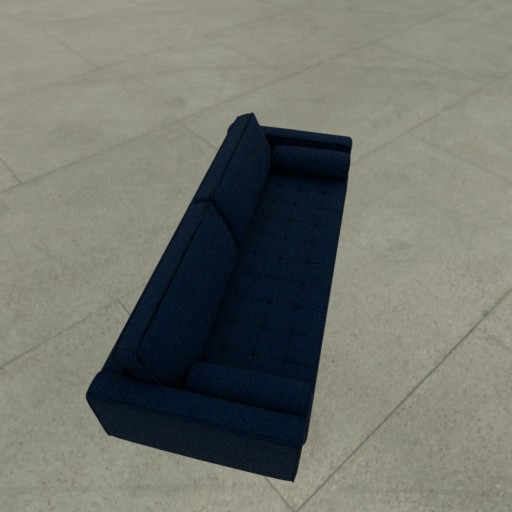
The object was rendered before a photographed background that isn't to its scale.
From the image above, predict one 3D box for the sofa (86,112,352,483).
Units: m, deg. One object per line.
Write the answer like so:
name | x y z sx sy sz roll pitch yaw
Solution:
sofa | 0.000 0.000 2.582 0.914 0.762 2.210 10 47 9
